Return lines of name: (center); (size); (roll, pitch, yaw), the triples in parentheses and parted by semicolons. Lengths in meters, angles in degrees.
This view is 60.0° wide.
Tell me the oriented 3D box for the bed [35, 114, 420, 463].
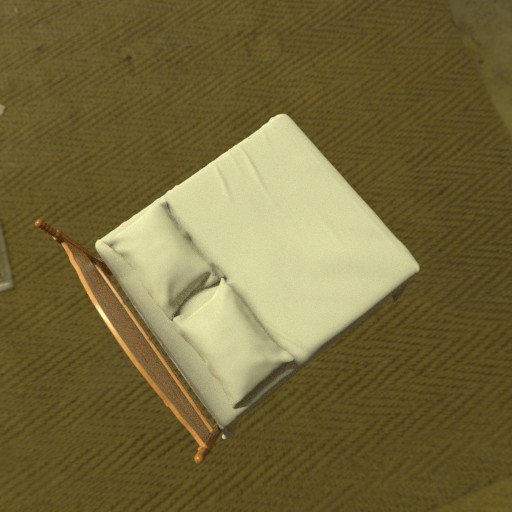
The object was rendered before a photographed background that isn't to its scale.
bed: (0.000, 0.000, 3.216); (2.040, 1.356, 1.873); (-37, 79, -9)
